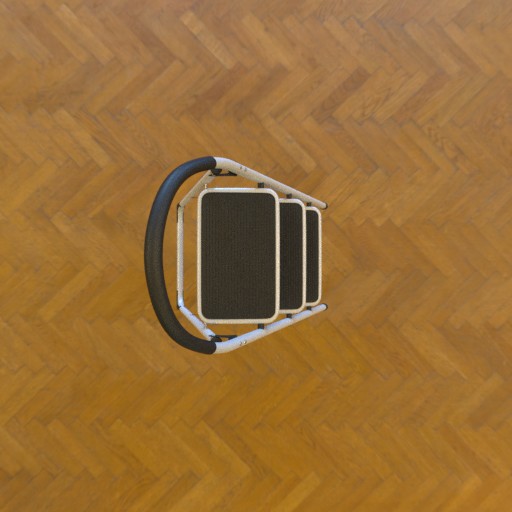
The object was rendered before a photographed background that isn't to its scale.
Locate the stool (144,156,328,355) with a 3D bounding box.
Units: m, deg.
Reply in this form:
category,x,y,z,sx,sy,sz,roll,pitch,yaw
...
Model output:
category,x,y,z,sx,sy,sz,roll,pitch,yaw
stool,0.000,0.000,1.441,0.676,1.109,0.485,0,90,-2
